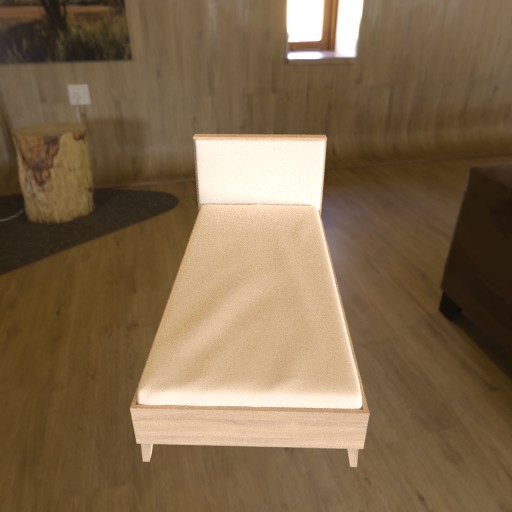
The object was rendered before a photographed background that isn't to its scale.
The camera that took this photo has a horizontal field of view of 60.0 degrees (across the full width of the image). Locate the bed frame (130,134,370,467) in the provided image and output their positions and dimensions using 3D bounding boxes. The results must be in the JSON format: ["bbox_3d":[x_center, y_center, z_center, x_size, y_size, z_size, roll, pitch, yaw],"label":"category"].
[{"bbox_3d":[0.000,0.000,2.645,0.990,0.920,2.140,1,29,1],"label":"bed frame"}]
